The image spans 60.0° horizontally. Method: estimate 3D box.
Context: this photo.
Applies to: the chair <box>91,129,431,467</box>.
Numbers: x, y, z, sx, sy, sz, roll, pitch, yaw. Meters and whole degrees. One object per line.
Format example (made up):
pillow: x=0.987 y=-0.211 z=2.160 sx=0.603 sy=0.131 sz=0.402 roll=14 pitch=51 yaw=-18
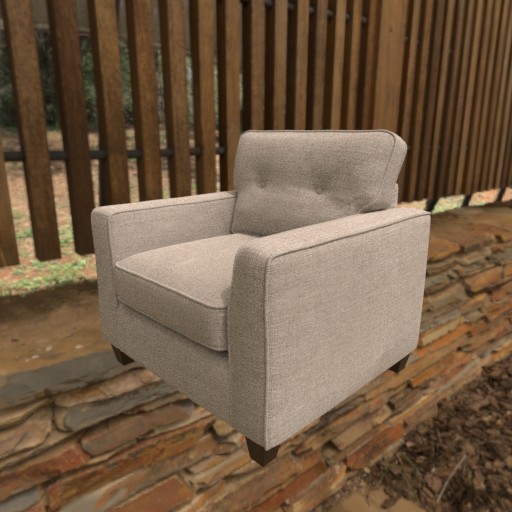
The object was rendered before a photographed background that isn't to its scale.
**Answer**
chair: x=0.000 y=0.000 z=1.760 sx=0.939 sy=0.965 sz=1.015 roll=-15 pitch=21 yaw=-42
